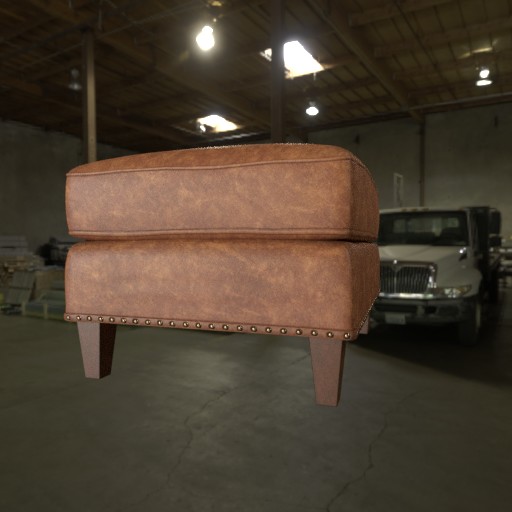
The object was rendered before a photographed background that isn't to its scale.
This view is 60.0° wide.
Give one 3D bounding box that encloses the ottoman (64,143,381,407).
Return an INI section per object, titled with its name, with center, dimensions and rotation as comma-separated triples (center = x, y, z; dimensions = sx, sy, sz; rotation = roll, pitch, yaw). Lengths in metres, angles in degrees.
[ottoman]
center = 0.000, 0.000, 1.137
dimensions = 0.586, 0.486, 0.742
rotation = 1, 2, 19
